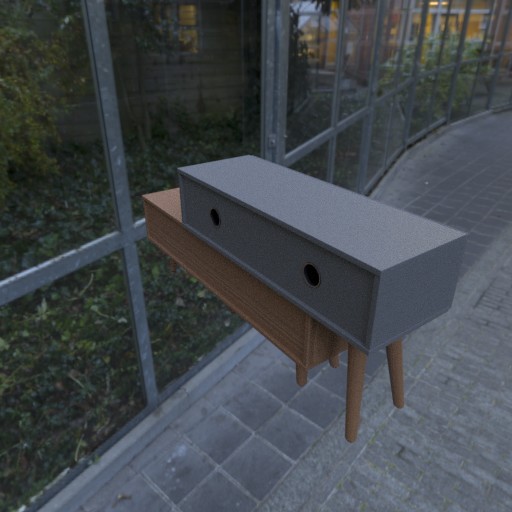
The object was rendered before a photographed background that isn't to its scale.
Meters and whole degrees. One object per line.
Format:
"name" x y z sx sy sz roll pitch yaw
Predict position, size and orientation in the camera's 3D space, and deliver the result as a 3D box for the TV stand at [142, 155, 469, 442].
"TV stand" 0.000 0.000 1.613 0.329 0.591 1.336 -18 33 -31
